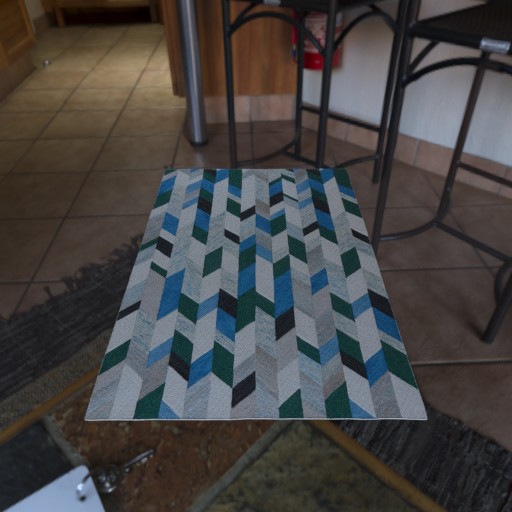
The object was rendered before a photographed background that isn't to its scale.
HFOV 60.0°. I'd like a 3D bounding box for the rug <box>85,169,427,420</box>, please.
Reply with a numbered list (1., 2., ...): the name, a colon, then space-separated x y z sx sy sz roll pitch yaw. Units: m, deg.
1. rug: 0.000 0.000 2.281 1.229 0.005 1.827 0 40 0
